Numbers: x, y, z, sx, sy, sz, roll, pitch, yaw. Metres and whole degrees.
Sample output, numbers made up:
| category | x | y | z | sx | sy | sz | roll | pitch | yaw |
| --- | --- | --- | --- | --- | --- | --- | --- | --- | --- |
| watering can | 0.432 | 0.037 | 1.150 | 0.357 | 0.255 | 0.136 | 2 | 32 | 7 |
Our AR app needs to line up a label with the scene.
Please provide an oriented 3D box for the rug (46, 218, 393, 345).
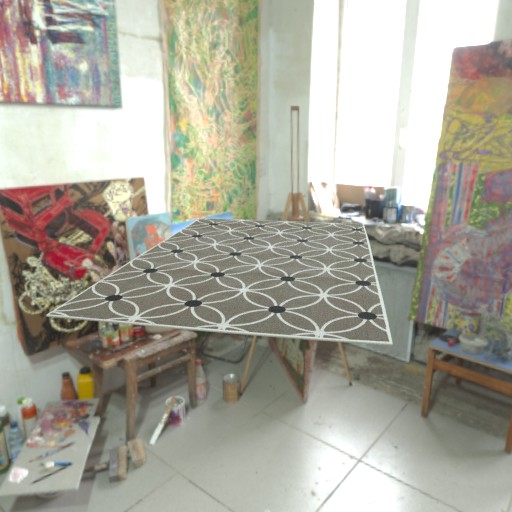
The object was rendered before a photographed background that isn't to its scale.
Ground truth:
| category | x | y | z | sx | sy | sz | roll | pitch | yaw |
| --- | --- | --- | --- | --- | --- | --- | --- | --- | --- |
| rug | 0.000 | 0.000 | 2.940 | 1.522 | 0.008 | 2.284 | 3 | 16 | 10 |
